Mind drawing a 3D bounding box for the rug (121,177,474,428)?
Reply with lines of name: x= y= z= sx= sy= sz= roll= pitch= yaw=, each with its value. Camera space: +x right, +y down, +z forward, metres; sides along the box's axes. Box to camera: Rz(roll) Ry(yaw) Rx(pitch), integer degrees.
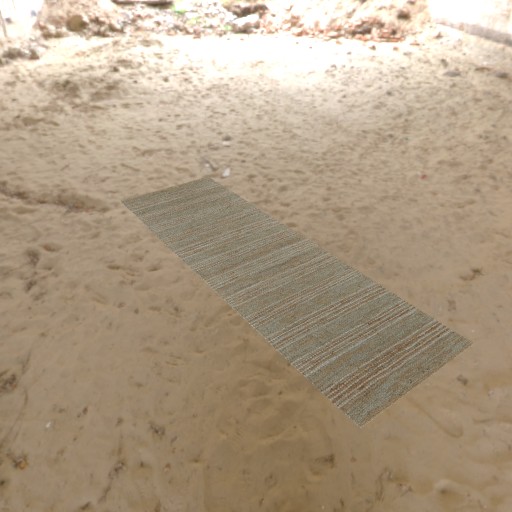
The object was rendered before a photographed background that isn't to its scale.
rug: x=0.000 y=0.000 z=2.729 sx=0.783 sy=0.006 sz=2.438 roll=-22 pitch=39 yaw=-29
